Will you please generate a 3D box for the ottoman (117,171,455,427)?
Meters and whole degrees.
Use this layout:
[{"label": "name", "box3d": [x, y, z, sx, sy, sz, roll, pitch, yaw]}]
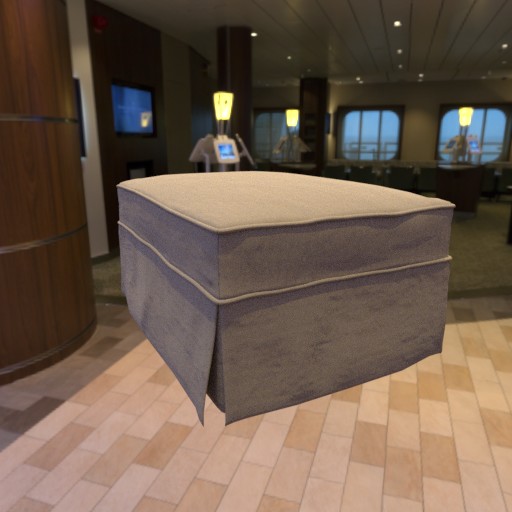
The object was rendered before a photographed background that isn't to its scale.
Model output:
[{"label": "ottoman", "box3d": [0.000, 0.000, 1.356, 0.703, 0.479, 0.944, -8, 17, -27]}]
